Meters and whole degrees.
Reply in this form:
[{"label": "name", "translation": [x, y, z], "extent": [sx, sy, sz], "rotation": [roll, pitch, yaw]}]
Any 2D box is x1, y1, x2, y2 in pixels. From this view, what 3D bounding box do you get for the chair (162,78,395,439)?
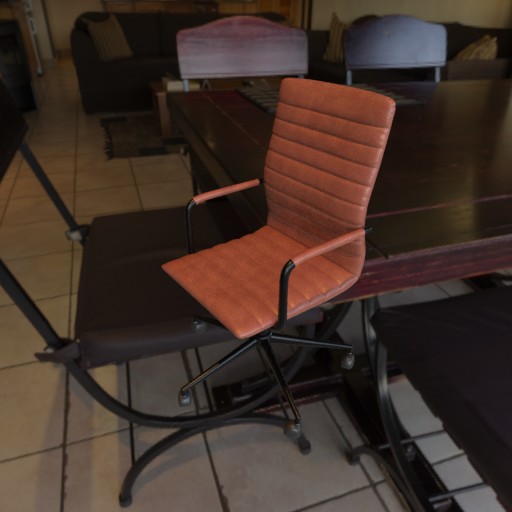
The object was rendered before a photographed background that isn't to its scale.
[{"label": "chair", "translation": [0.000, 0.000, 1.273], "extent": [0.578, 0.878, 0.600], "rotation": [-21, 37, -31]}]
